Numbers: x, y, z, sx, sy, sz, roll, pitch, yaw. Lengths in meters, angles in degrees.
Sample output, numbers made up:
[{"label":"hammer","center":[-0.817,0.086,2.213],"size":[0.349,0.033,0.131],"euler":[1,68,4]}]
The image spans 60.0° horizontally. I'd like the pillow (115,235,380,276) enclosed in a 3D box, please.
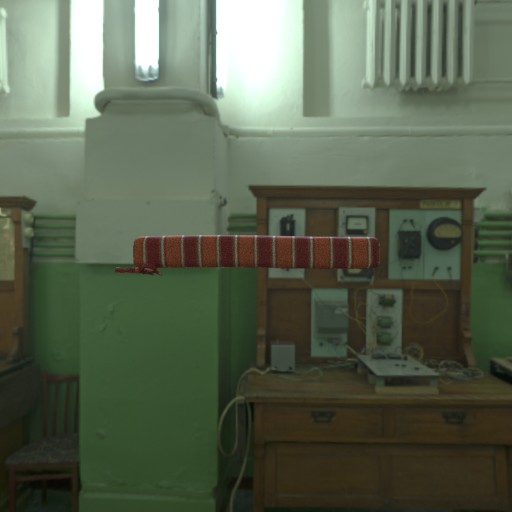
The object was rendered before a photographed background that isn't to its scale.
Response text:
[{"label":"pillow","center":[0.000,0.000,1.375],"size":[0.492,0.081,1.187],"euler":[0,0,2]}]
